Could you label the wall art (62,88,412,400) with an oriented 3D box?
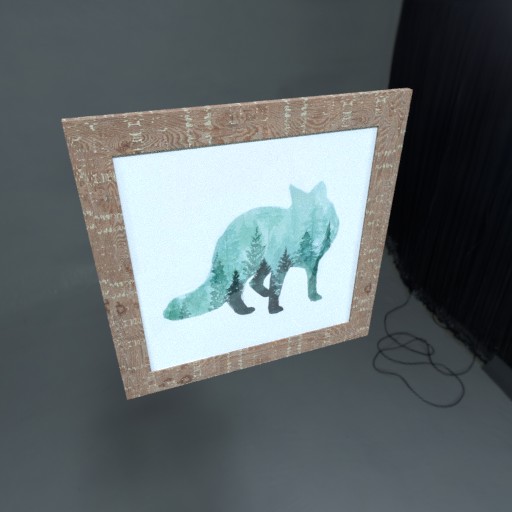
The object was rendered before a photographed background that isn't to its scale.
[{"bbox_3d":[0.000,0.000,0.571,0.384,0.384,0.012,-11,34,-17],"label":"wall art"}]
